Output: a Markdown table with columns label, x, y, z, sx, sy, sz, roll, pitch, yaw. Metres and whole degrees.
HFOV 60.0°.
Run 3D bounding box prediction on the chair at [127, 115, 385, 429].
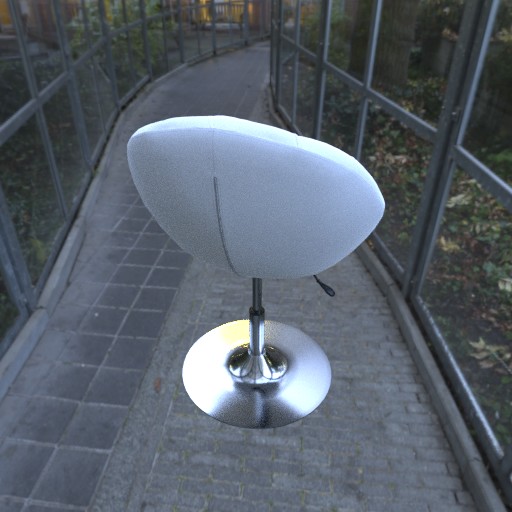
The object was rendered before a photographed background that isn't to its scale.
| label | x | y | z | sx | sy | sz | roll | pitch | yaw |
| --- | --- | --- | --- | --- | --- | --- | --- | --- | --- |
| chair | 0.000 | 0.000 | 1.810 | 0.940 | 1.261 | 0.736 | 10 | 33 | 16 |
